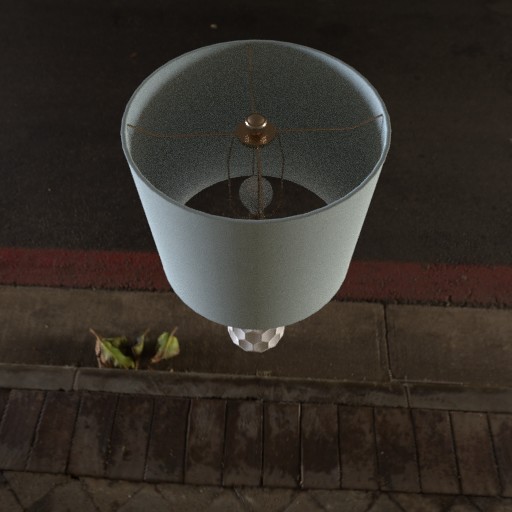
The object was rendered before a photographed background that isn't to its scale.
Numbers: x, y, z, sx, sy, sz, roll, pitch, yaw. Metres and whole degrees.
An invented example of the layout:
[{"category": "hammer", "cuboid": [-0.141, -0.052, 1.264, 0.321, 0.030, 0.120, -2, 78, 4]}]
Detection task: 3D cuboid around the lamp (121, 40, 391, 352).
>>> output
[{"category": "lamp", "cuboid": [0.000, 0.000, 0.684, 0.277, 0.534, 0.277, 31, 62, 18]}]
